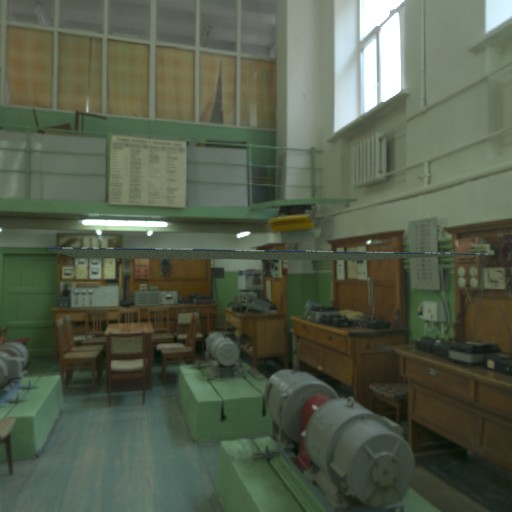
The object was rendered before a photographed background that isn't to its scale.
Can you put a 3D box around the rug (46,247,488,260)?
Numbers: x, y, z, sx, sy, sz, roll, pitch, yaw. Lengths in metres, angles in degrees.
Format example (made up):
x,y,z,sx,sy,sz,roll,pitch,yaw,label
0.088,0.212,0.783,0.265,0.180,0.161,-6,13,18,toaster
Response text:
x,y,z,sx,sy,sz,roll,pitch,yaw,label
0.000,0.000,2.190,1.755,0.010,1.153,1,-2,-18,rug
